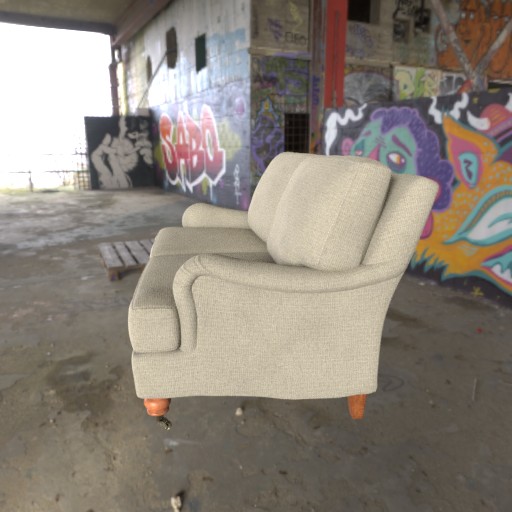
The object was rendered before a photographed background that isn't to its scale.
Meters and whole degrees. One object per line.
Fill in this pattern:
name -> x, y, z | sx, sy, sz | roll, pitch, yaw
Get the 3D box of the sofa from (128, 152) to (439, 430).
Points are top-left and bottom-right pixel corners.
sofa -> 0.000, 0.000, 2.213 | 1.087, 0.999, 1.480 | -2, 14, -8
